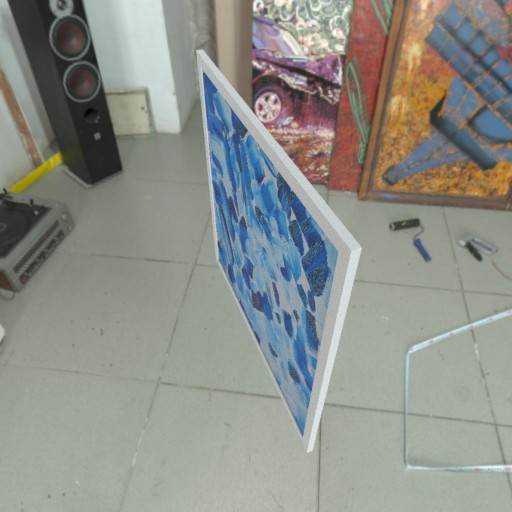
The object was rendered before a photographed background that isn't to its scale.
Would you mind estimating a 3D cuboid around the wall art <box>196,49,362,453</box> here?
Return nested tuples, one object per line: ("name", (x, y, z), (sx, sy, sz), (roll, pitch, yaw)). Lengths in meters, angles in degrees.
("wall art", (0.000, 0.000, 0.993), (0.015, 0.660, 0.660), (-16, 48, -15))
